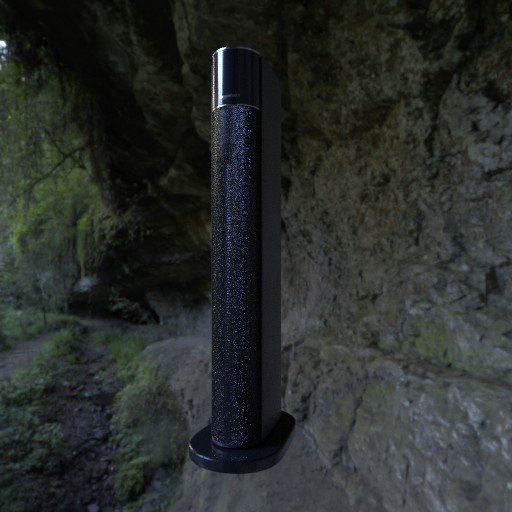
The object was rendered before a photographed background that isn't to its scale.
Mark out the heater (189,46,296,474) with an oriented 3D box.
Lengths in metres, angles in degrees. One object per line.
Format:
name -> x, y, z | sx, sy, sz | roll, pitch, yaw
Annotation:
heater -> 0.000, 0.000, 1.079 | 0.214, 0.856, 0.458 | 0, -1, 21
